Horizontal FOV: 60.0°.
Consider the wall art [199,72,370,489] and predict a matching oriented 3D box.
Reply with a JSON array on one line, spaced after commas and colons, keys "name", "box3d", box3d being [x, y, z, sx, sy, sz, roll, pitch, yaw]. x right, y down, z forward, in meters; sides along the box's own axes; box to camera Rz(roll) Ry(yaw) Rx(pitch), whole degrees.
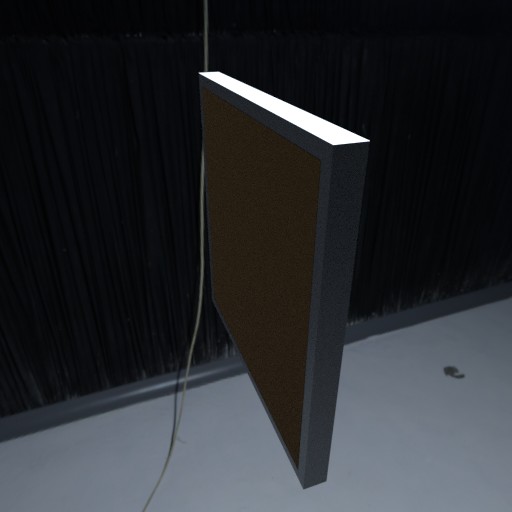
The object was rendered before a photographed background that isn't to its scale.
[{"name": "wall art", "box3d": [0.000, 0.000, 0.733, 0.038, 0.506, 0.506, -10, 31, -17]}]
